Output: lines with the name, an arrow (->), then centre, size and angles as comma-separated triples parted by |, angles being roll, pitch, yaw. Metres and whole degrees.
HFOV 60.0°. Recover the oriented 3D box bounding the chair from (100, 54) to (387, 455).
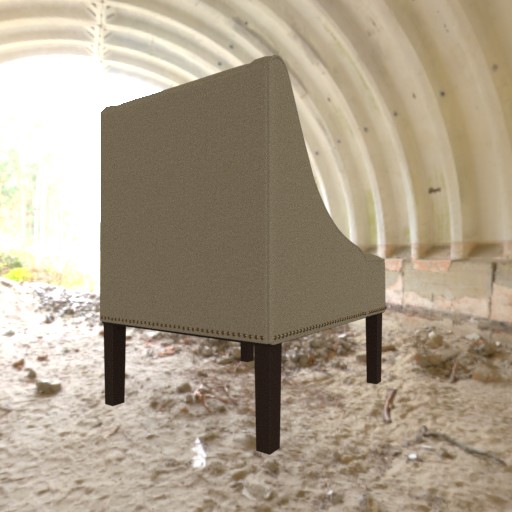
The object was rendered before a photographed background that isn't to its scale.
chair -> 0.000, 0.000, 1.399 | 0.610, 0.864, 0.737 | 0, 0, 35
